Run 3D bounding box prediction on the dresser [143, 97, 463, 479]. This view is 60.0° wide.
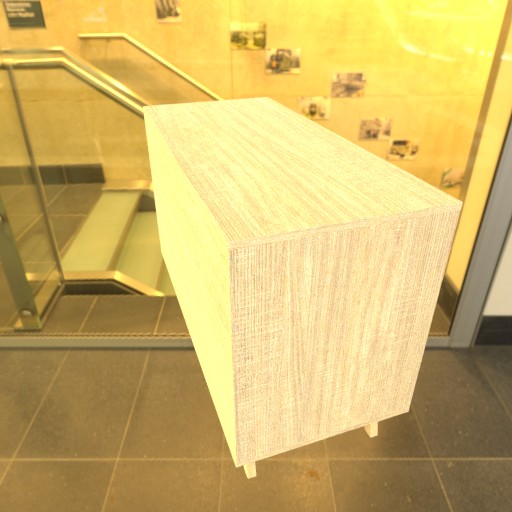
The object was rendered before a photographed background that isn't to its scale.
[{"bbox_3d":[0.000,0.000,1.480,0.500,0.780,1.110,-10,32,-17],"label":"dresser"}]
